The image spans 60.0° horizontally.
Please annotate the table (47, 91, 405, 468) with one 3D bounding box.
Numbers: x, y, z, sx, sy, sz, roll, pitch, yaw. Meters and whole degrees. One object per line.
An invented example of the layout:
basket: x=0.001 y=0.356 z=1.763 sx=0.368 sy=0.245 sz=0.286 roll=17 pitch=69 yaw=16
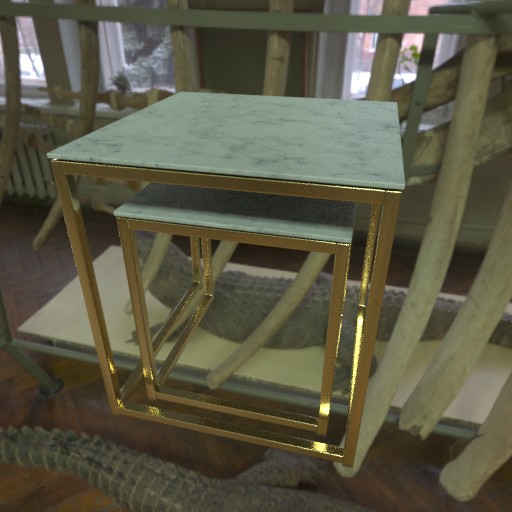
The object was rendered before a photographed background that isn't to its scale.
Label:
table: x=0.000 y=0.000 z=0.844 sx=0.450 sy=0.500 sz=0.450 roll=7 pitch=31 yaw=12
